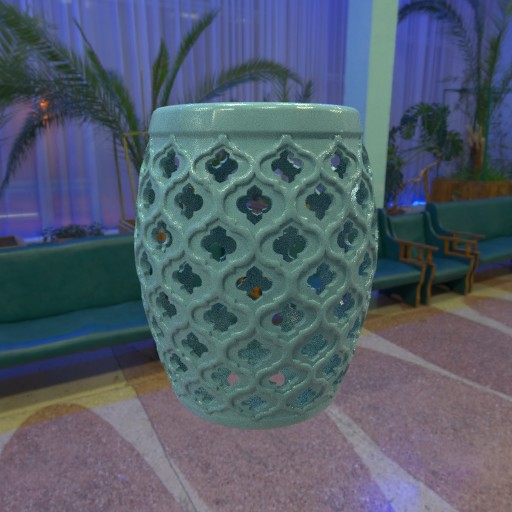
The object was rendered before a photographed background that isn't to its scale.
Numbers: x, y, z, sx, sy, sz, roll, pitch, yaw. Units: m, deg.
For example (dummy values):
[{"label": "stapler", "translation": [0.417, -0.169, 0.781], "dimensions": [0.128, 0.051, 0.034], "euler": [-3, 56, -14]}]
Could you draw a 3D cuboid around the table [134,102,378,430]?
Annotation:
[{"label": "table", "translation": [0.000, 0.000, 0.618], "dimensions": [0.325, 0.388, 0.325], "euler": [0, 15, 0]}]
